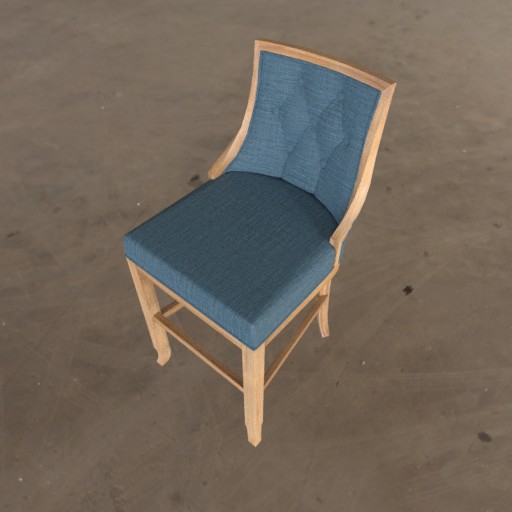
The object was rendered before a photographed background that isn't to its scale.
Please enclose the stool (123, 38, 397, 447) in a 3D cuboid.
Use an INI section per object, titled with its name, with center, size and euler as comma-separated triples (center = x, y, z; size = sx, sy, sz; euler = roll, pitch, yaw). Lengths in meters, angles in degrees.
[stool]
center = 0.000, 0.000, 1.442
size = 0.524, 1.101, 0.626
euler = 32, 54, 26
